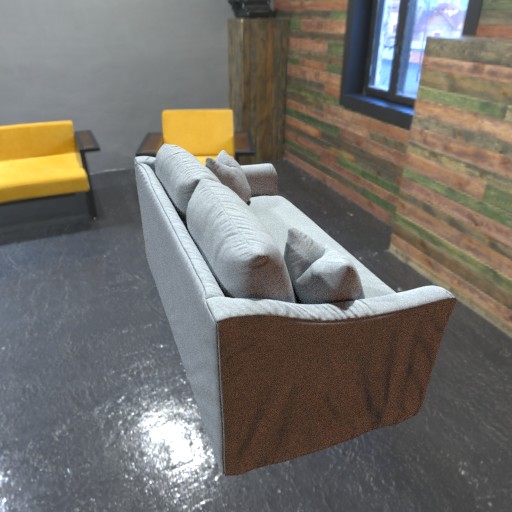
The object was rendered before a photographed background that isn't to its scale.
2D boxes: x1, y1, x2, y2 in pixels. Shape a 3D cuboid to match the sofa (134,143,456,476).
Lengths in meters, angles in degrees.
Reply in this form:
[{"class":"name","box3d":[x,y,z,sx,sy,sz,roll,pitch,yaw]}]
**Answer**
[{"class":"sofa","box3d":[0.000,0.000,2.576,1.072,1.018,2.010,-11,31,-18]}]
